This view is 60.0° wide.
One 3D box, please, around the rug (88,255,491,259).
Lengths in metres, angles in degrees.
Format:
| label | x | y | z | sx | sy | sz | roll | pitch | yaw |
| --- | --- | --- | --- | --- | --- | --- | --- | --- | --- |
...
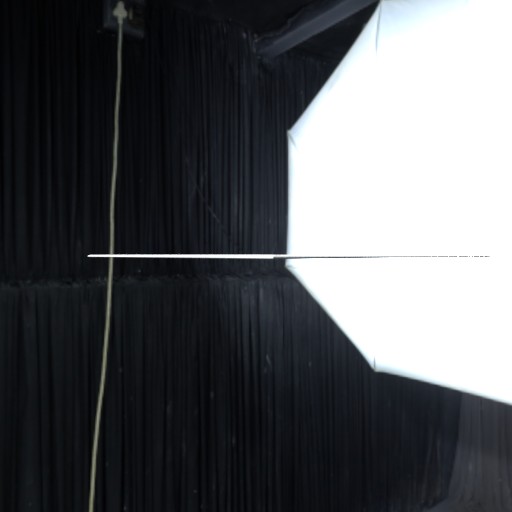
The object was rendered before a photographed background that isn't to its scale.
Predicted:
| label | x | y | z | sx | sy | sz | roll | pitch | yaw |
| --- | --- | --- | --- | --- | --- | --- | --- | --- | --- |
| rug | 0.000 | 0.000 | 3.484 | 1.819 | 0.018 | 2.746 | 0 | 0 | -36 |
